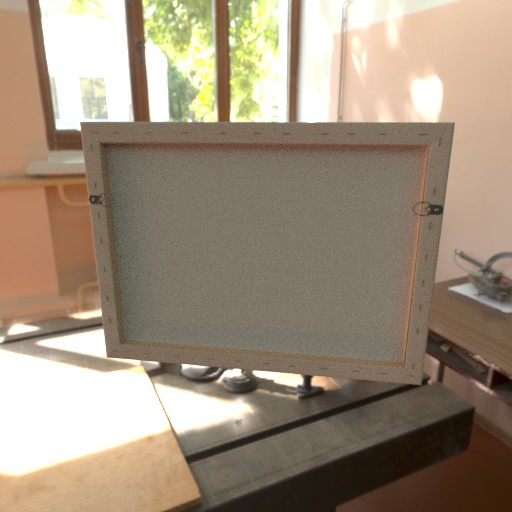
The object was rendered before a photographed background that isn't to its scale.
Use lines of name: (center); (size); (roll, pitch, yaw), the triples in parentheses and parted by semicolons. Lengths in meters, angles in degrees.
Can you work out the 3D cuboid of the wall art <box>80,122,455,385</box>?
wall art: (0.000, 0.000, 1.577); (1.219, 0.912, 0.042); (3, 18, 9)
